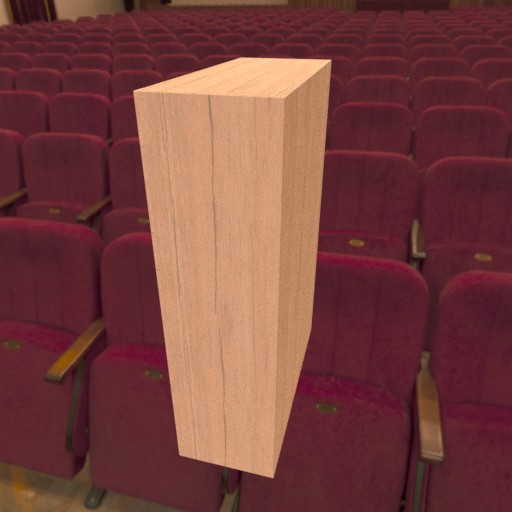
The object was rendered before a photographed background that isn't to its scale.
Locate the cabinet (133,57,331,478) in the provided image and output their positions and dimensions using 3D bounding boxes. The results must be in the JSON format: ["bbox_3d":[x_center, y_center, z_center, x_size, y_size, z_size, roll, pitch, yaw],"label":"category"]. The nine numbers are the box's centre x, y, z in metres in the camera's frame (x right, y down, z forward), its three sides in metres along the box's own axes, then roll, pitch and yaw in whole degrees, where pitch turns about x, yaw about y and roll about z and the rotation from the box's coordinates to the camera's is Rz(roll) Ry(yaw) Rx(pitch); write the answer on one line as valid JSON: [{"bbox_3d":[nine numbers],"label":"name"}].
[{"bbox_3d":[0.000,0.000,2.679,0.580,2.070,1.400,7,30,13],"label":"cabinet"}]
